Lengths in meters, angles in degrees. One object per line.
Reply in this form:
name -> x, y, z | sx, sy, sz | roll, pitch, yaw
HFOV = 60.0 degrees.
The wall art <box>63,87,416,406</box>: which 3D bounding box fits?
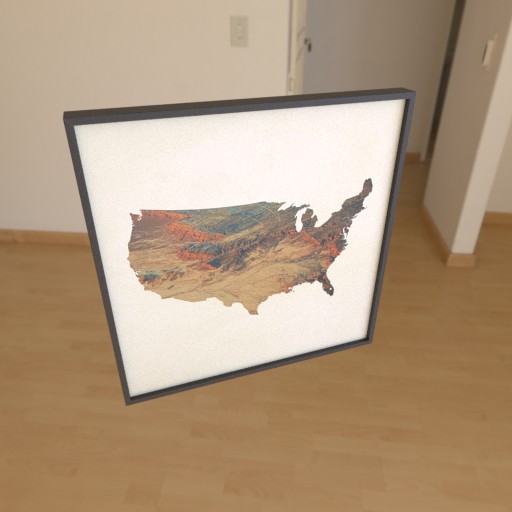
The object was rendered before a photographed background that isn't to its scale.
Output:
wall art -> 0.000, 0.000, 0.751 | 0.507, 0.507, 0.038 | -10, 32, -16
